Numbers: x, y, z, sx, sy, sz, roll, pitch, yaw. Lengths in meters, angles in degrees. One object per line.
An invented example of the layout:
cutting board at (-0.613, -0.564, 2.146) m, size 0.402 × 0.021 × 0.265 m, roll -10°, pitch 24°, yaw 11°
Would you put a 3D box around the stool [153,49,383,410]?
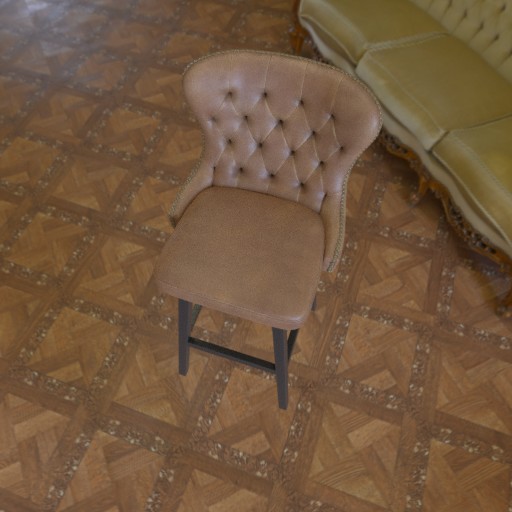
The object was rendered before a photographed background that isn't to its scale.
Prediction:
stool at (0.000, 0.000, 1.417) m, size 0.528 × 1.050 × 0.601 m, roll 16°, pitch 59°, yaw 10°
